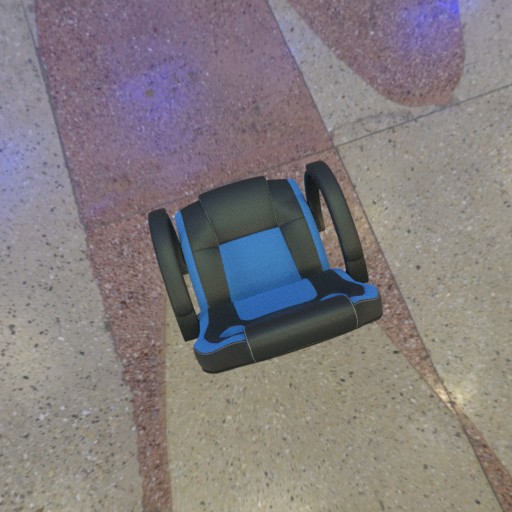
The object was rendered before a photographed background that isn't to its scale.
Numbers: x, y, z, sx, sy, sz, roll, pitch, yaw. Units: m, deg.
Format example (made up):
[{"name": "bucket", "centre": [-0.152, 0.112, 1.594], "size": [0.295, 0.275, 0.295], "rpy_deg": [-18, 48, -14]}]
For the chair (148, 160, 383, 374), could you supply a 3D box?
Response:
[{"name": "chair", "centre": [0.000, 0.000, 1.624], "size": [0.673, 1.187, 0.724], "rpy_deg": [-18, 78, -4]}]
